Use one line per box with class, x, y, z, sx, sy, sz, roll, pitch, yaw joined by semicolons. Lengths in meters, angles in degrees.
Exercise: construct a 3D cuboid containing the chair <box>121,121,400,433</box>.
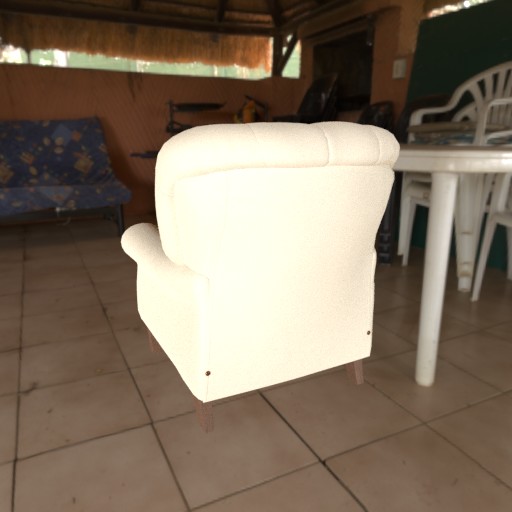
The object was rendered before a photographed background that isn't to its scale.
chair;0.000;0.000;2.045;1.035;1.169;1.132;-8;17;-26
